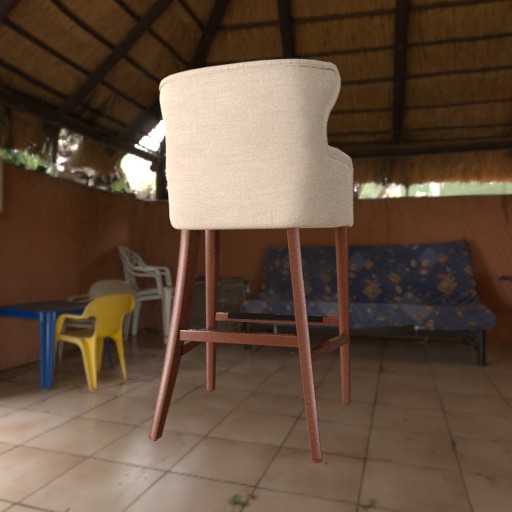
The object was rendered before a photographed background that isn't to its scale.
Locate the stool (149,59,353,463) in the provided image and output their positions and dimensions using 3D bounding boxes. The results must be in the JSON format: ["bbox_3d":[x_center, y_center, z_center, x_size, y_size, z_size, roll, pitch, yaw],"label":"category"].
[{"bbox_3d":[0.000,0.000,1.384,0.556,1.034,0.563,0,0,17],"label":"stool"}]
